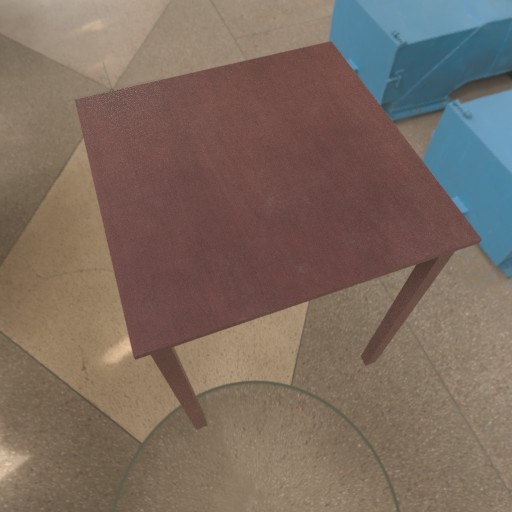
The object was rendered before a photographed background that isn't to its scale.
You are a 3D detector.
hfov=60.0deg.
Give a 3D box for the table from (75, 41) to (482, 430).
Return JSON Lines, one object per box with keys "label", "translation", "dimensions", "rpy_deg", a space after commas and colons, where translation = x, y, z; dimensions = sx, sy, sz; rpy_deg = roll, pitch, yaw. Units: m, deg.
{"label": "table", "translation": [0.000, 0.000, 1.638], "dimensions": [0.861, 0.991, 0.861], "rpy_deg": [-17, 60, -10]}
